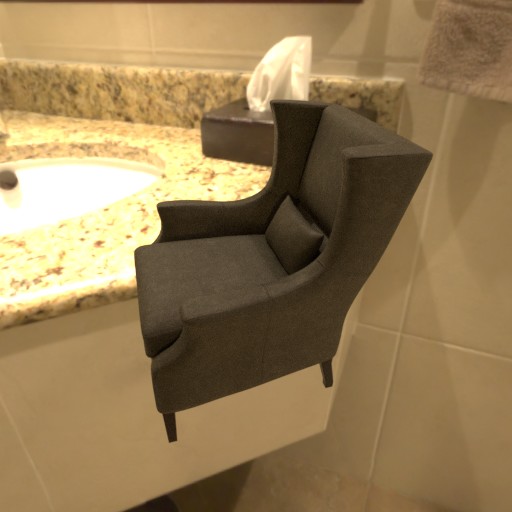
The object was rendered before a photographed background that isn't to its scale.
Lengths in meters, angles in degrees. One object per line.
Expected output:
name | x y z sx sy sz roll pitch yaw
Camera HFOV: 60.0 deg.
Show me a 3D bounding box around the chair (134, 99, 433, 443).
chair | 0.000 0.000 1.732 0.926 1.016 0.853 -8 32 -14
